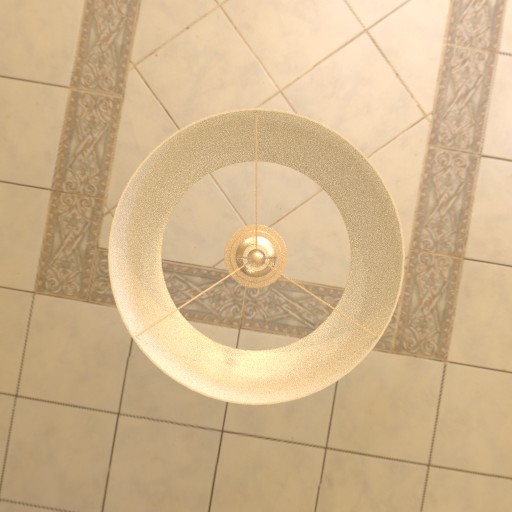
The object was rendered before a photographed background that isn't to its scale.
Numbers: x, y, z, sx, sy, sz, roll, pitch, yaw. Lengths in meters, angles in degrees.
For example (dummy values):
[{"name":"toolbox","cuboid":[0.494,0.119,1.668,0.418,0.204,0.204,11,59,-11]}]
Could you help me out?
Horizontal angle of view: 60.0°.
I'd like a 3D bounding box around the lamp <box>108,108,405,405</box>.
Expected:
[{"name":"lamp","cuboid":[0.000,0.000,0.679,0.277,0.538,0.277,0,90,0]}]
